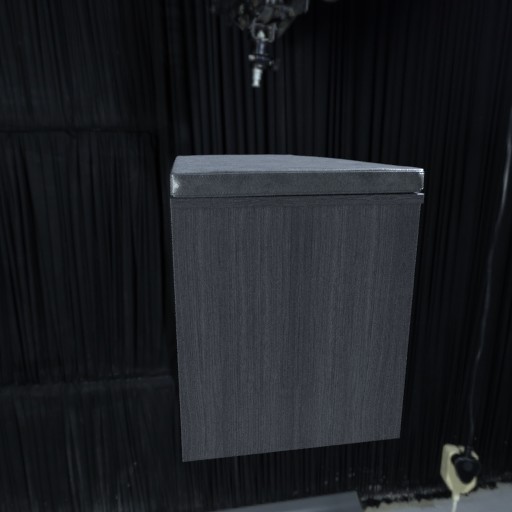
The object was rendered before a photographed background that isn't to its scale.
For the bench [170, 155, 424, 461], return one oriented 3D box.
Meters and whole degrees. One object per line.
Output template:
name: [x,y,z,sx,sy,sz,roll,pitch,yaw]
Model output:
bench: [0.000,0.000,1.162,0.401,0.501,0.905,-2,14,-9]
